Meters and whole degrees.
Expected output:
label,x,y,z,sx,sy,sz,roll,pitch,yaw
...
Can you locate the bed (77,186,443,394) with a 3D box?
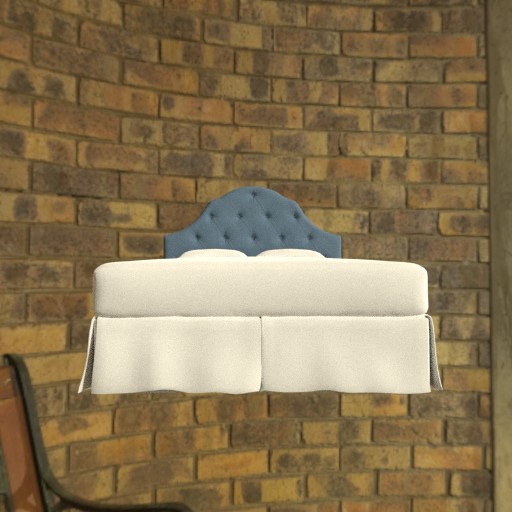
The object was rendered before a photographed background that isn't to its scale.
label,x,y,z,sx,sy,sz,roll,pitch,yaw
bed,0.000,0.000,3.678,2.039,1.617,2.477,0,-2,-2
